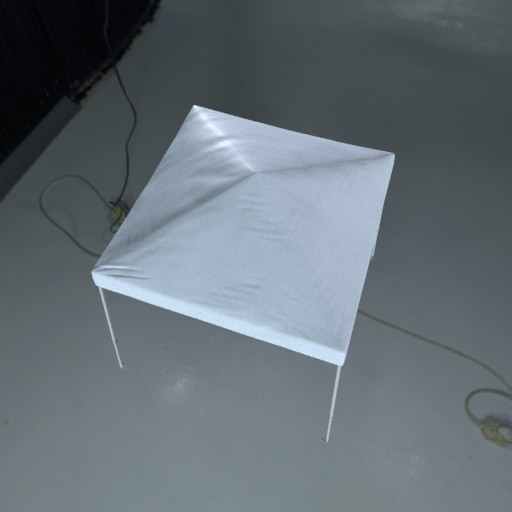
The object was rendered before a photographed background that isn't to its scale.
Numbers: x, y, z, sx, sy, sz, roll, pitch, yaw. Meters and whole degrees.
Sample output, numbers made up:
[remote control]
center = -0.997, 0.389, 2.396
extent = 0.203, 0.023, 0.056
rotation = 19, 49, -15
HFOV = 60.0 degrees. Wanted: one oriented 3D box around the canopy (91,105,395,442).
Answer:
[canopy]
center = 0.000, 0.000, 6.505
extent = 3.600, 3.600, 3.599
rotation = 16, 60, 10
